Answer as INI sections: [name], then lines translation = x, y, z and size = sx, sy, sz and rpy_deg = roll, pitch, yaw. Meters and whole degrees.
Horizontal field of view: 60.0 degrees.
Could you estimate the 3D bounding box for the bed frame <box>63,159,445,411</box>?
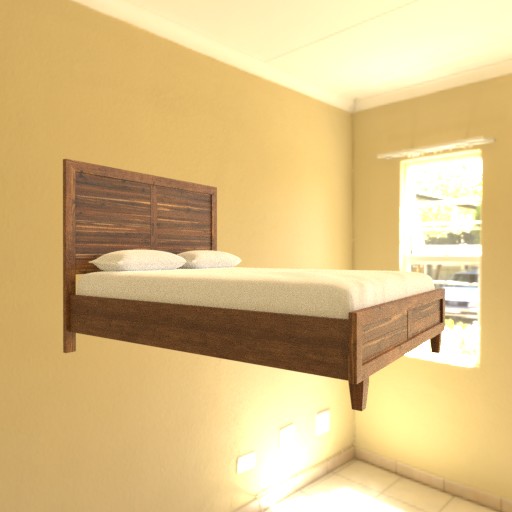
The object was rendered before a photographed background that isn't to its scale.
[bed frame]
translation = 0.000, 0.000, 3.289
size = 2.276, 1.417, 1.696
rpy_deg = 0, 0, 35
